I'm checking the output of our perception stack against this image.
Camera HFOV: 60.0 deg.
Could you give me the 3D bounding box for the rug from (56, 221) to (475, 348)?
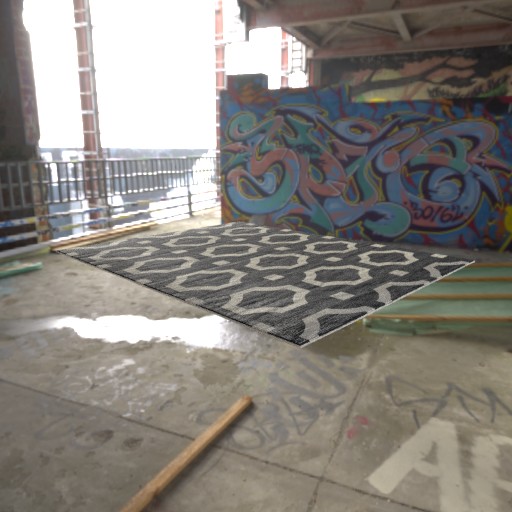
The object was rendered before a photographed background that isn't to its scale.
[{"bbox_3d":[0.000,0.000,4.126,3.049,0.021,2.466,13,19,43],"label":"rug"}]
